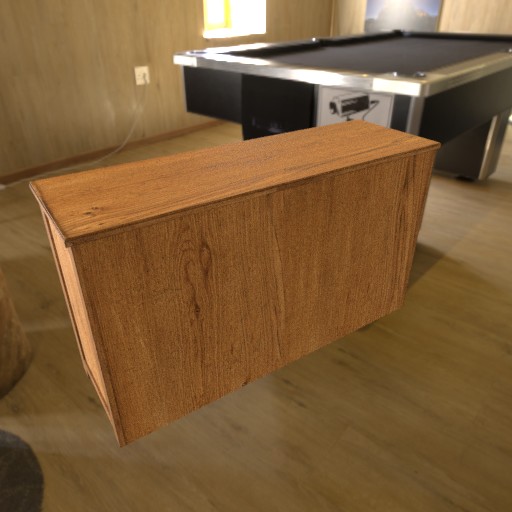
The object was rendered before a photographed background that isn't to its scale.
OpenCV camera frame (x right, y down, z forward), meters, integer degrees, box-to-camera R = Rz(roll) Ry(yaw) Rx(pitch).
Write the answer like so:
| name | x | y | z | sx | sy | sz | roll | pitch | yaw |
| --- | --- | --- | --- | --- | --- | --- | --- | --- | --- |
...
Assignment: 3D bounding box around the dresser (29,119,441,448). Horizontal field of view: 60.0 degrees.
| name | x | y | z | sx | sy | sz | roll | pitch | yaw |
| --- | --- | --- | --- | --- | --- | --- | --- | --- | --- |
| dresser | 0.000 | 0.000 | 2.066 | 1.657 | 0.932 | 0.563 | -19 | 36 | -28 |
